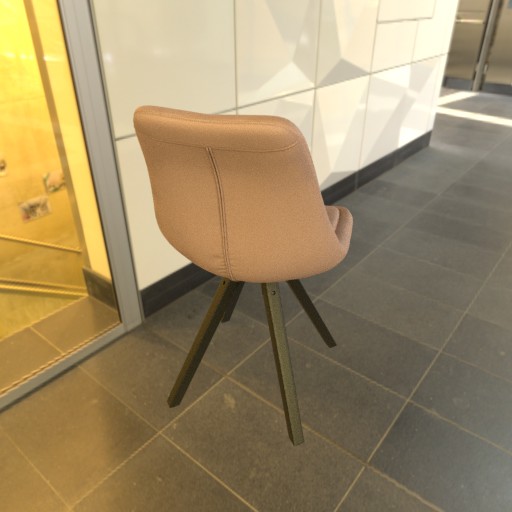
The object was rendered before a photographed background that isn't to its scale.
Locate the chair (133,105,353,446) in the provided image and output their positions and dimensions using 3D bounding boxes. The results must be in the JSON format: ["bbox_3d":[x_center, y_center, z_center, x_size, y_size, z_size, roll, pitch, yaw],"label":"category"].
[{"bbox_3d":[0.000,0.000,1.194,0.483,0.865,0.547,10,32,17],"label":"chair"}]
